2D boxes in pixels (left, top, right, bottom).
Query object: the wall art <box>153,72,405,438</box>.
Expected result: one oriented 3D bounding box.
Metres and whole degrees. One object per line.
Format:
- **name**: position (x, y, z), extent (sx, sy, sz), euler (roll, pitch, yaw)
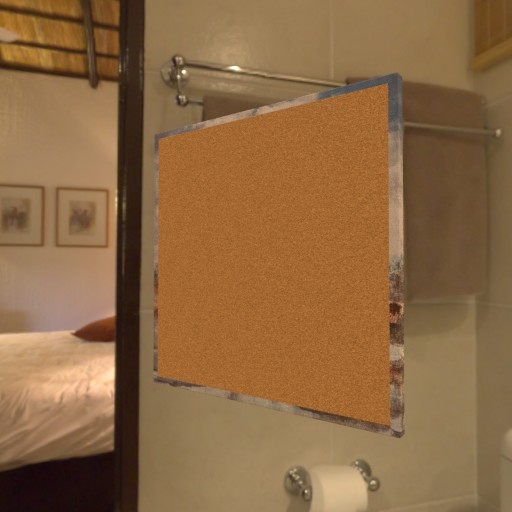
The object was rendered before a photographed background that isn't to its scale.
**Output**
- **wall art**: position (0.000, 0.000, 1.356), extent (0.888, 0.897, 0.035), euler (-1, -1, 36)
